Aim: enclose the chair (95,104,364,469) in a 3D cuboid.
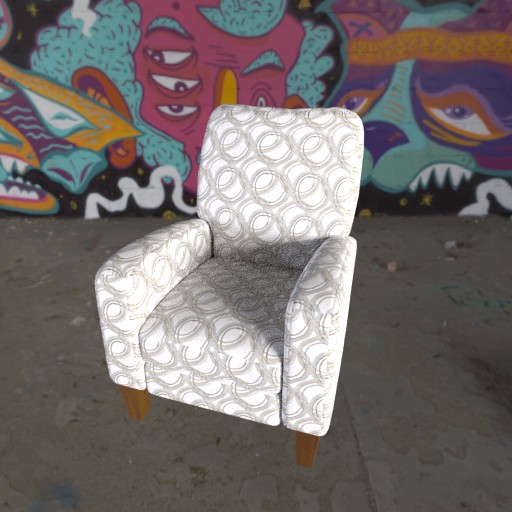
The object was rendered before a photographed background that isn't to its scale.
[{"bbox_3d":[0.000,0.000,1.755,0.796,1.065,0.995,8,27,17],"label":"chair"}]
